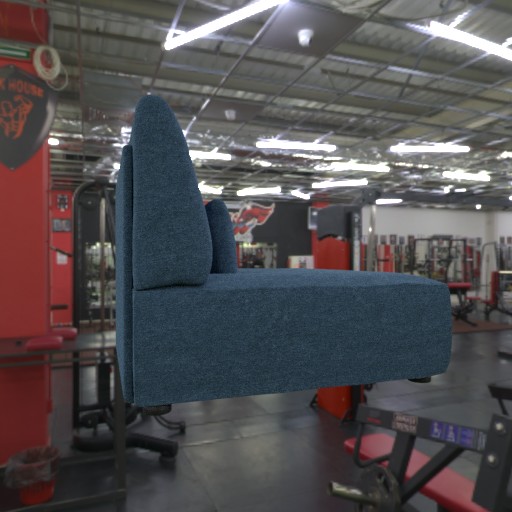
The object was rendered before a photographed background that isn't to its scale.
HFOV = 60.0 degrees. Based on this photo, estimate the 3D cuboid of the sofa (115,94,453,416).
[{"bbox_3d":[0.000,0.000,1.682,1.000,0.820,0.930,0,0,-19],"label":"sofa"}]
